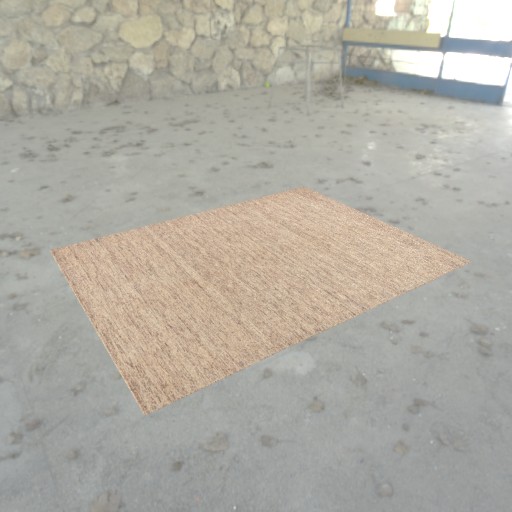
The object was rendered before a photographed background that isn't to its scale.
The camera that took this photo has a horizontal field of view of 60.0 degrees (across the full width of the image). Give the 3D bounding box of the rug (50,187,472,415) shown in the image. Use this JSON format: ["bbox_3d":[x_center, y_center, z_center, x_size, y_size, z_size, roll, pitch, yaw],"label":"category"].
[{"bbox_3d":[0.000,0.000,4.226,3.205,0.013,2.448,-18,34,-29],"label":"rug"}]
